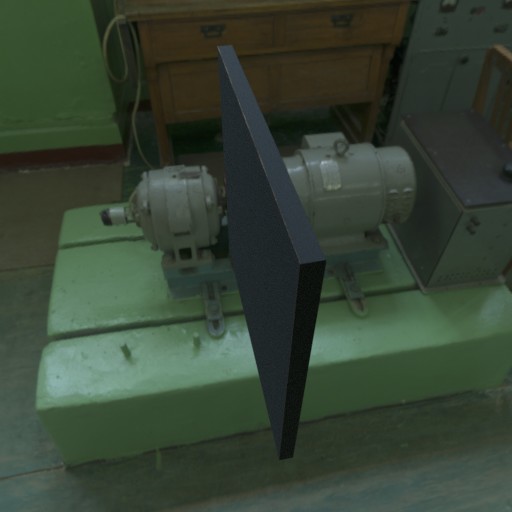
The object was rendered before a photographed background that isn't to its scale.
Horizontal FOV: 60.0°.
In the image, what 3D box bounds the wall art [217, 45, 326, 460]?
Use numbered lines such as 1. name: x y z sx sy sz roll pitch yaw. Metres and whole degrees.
1. wall art: 0.000 0.000 1.142 0.038 0.762 0.762 -9 47 -8
